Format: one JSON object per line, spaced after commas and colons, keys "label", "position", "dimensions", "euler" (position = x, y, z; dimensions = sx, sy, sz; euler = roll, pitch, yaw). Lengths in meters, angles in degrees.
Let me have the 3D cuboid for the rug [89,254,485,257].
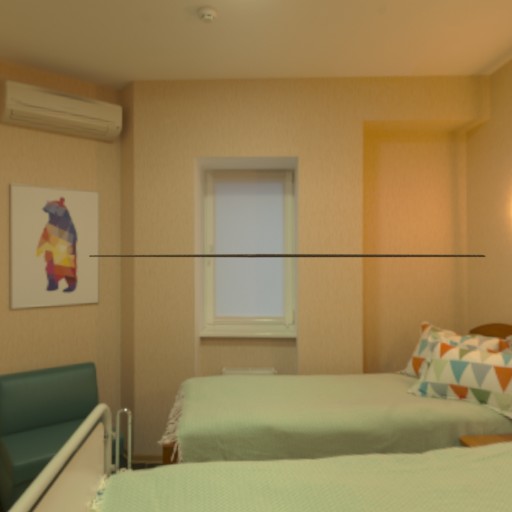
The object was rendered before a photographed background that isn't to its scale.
{"label": "rug", "position": [0.000, 0.000, 2.813], "dimensions": [1.523, 0.012, 2.133], "euler": [0, 0, -35]}
